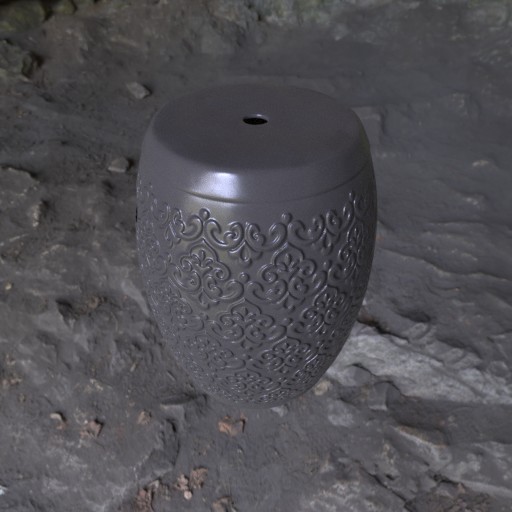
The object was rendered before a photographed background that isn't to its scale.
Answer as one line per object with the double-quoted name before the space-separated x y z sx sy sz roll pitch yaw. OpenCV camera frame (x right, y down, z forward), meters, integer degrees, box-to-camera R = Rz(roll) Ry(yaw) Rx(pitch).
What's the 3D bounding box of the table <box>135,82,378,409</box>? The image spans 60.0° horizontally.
"table" 0.000 0.000 0.612 0.309 0.397 0.309 0 41 0
